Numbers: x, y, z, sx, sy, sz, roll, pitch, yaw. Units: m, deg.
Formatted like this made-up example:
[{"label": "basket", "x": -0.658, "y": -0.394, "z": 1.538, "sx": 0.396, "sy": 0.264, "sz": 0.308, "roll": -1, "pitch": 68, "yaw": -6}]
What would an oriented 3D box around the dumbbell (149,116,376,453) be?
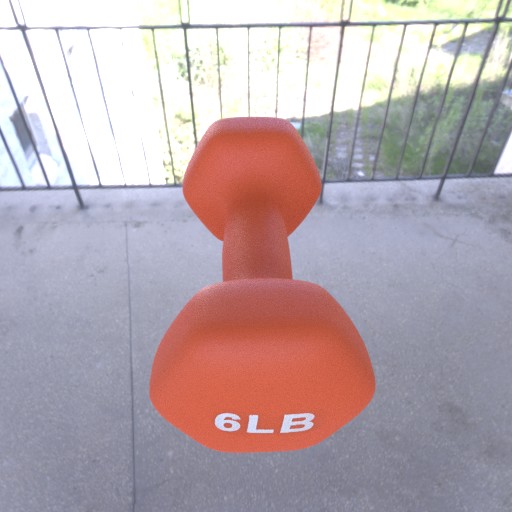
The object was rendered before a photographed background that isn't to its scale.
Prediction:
[{"label": "dumbbell", "x": 0.000, "y": 0.000, "z": 0.202, "sx": 0.079, "sy": 0.071, "sz": 0.162, "roll": -1, "pitch": 41, "yaw": -1}]
